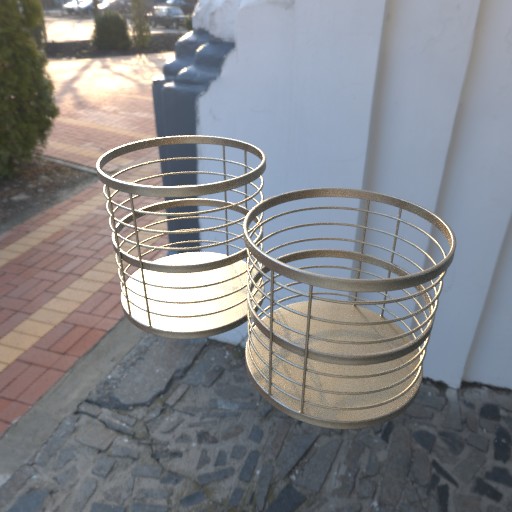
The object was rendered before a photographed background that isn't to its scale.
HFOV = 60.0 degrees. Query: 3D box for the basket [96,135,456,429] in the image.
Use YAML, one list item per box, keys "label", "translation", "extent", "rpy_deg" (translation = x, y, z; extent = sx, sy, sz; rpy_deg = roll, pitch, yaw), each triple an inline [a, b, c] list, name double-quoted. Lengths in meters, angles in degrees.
- label: "basket"
  translation: [0.000, 0.000, 0.932]
  extent: [0.746, 0.351, 0.356]
  rpy_deg: [21, 36, 31]
